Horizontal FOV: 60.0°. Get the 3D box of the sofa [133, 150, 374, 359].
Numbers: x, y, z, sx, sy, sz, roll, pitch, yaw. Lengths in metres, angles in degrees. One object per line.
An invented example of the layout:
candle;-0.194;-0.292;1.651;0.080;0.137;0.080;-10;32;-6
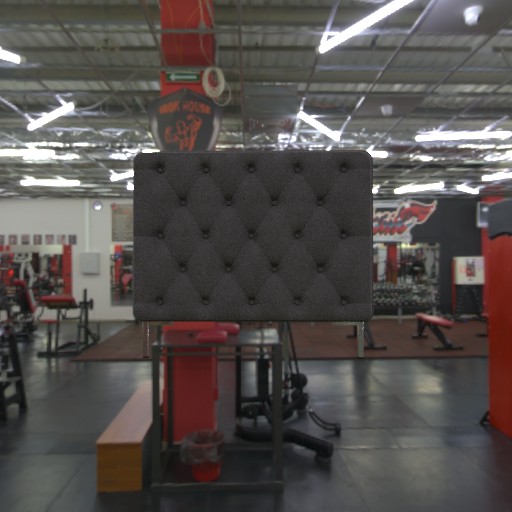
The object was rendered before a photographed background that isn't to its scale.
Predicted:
sofa;0.000;0.000;2.685;0.895;0.771;2.209;0;-1;1
